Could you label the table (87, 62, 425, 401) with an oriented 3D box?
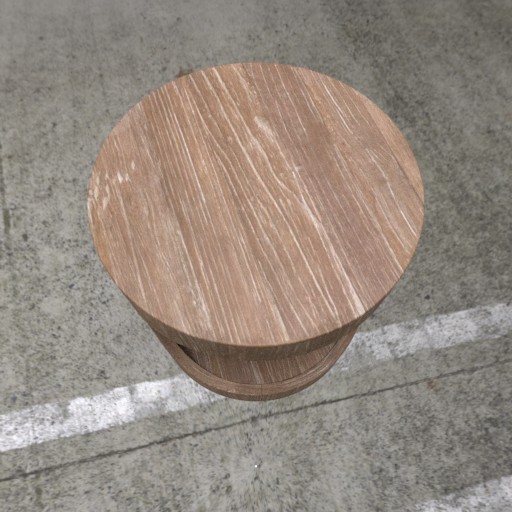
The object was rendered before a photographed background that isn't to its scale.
[{"bbox_3d":[0.000,0.000,0.949,0.527,0.551,0.527,0,65,0],"label":"table"}]
